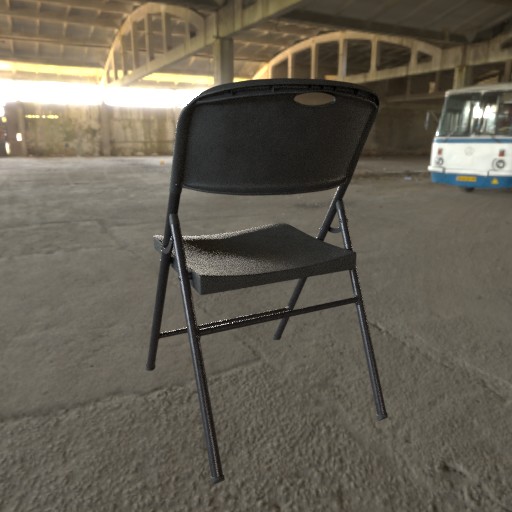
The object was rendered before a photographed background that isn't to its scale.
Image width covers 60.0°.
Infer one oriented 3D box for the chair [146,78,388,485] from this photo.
[{"bbox_3d":[0.000,0.000,1.162,0.494,0.810,0.567,-8,17,-27],"label":"chair"}]
